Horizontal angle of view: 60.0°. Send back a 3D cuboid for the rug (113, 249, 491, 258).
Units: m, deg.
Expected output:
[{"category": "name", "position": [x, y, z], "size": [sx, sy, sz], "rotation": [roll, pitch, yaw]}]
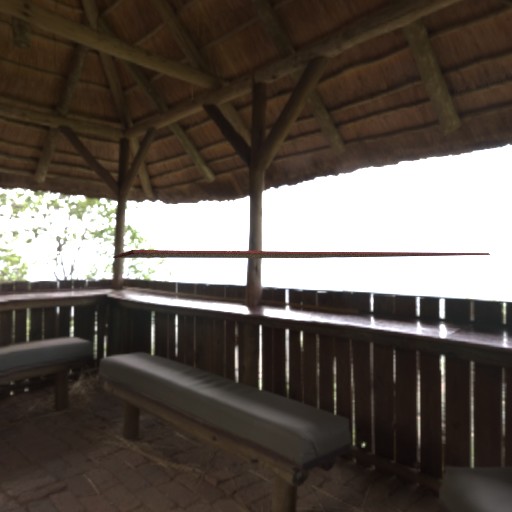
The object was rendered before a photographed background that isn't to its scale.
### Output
[{"category": "rug", "position": [0.000, 0.000, 4.071], "size": [2.430, 0.018, 2.976], "rotation": [0, -1, -20]}]
